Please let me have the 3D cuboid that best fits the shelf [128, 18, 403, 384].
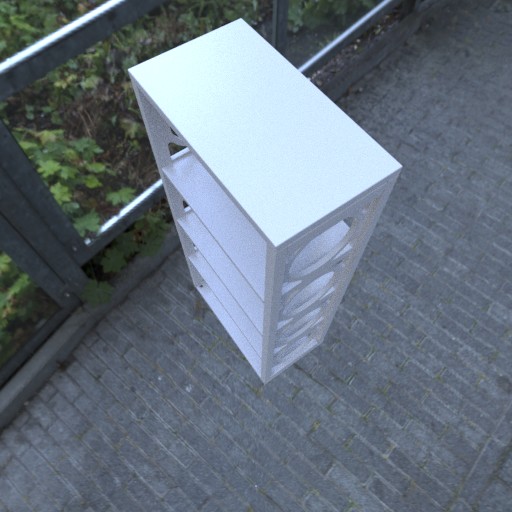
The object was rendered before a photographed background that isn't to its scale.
[{"bbox_3d":[0.000,0.000,1.643,0.340,1.411,0.611,-32,67,-16],"label":"shelf"}]
